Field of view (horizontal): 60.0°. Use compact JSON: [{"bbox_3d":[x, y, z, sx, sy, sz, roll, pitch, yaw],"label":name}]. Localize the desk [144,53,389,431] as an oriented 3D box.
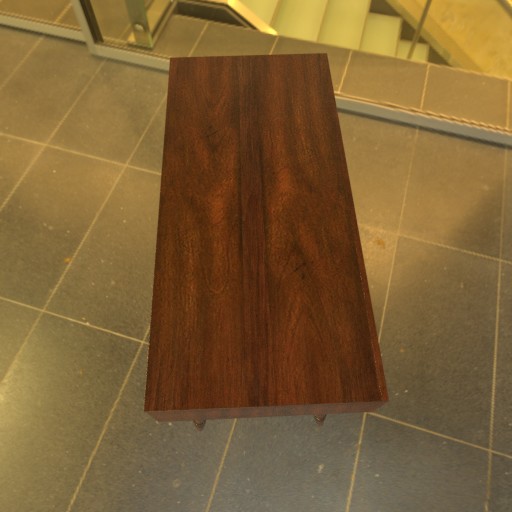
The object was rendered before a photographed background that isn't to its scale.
[{"bbox_3d":[0.000,0.000,2.149,0.734,1.031,1.577,-2,62,-1],"label":"desk"}]
